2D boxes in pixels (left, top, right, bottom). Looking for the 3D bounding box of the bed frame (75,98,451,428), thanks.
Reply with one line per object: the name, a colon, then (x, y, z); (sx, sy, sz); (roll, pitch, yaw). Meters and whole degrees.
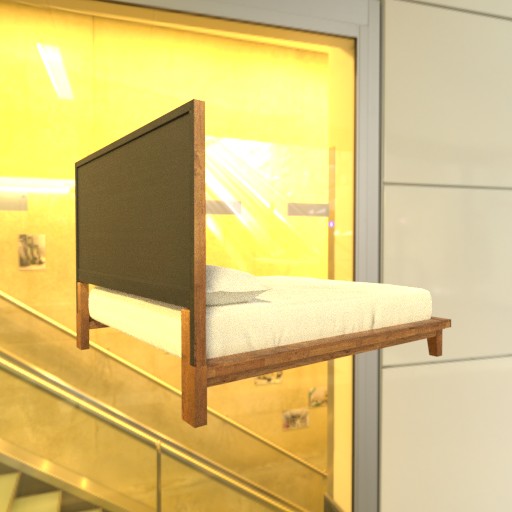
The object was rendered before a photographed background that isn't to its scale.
bed frame: (0.000, 0.000, 3.546); (2.235, 1.537, 2.038); (-1, 2, -37)
